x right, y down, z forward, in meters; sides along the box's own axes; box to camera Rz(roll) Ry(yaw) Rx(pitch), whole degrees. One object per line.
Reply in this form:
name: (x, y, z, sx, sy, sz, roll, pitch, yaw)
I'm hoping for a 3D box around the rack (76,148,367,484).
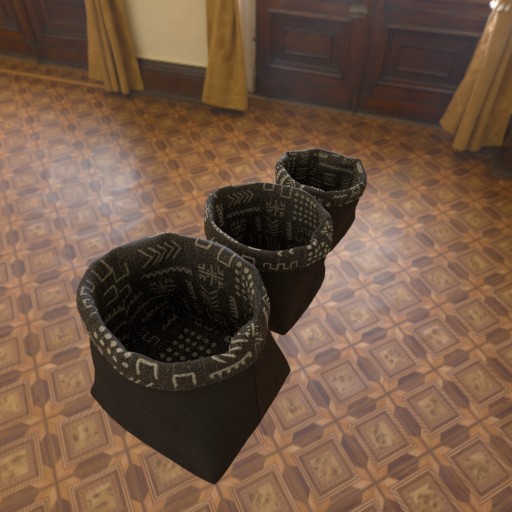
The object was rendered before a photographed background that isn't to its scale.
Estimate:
rack: (0.000, 0.000, 1.073, 0.379, 0.323, 0.905, 24, 51, 21)
